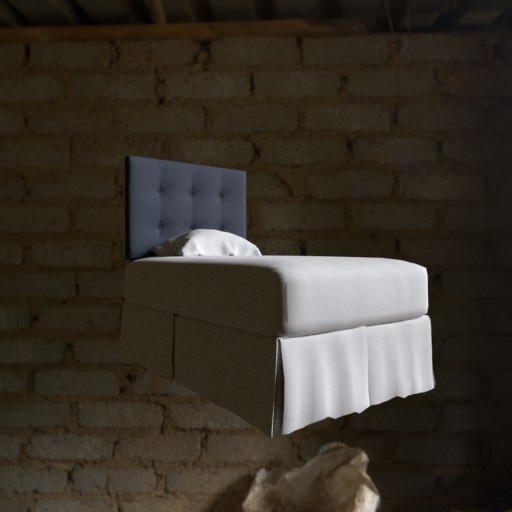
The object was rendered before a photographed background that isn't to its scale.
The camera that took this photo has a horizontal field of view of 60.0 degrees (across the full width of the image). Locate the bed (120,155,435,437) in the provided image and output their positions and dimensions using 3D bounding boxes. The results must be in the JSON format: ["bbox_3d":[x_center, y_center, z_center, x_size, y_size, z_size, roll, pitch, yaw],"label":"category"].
[{"bbox_3d":[0.000,0.000,3.050,1.261,1.571,1.997,0,1,-37],"label":"bed"}]
